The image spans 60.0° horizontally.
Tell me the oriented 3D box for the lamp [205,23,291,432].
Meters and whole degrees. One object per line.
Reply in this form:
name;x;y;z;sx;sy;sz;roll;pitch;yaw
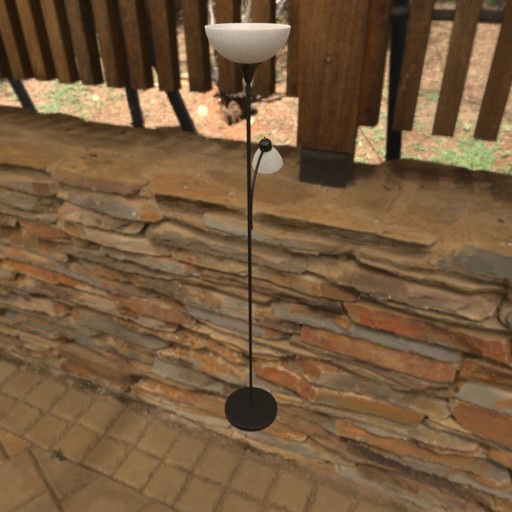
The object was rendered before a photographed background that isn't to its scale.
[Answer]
lamp;0.000;0.000;1.944;0.279;1.804;0.442;9;32;15
